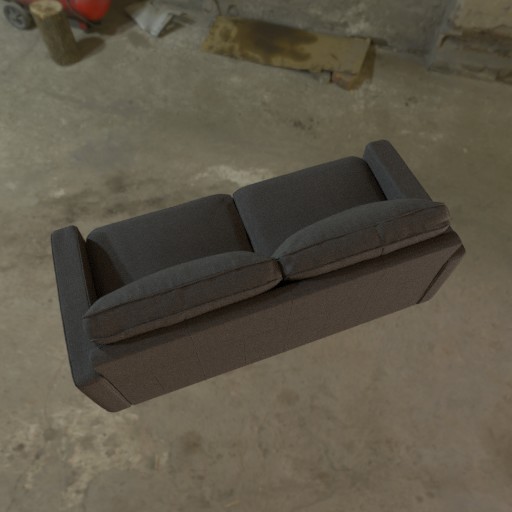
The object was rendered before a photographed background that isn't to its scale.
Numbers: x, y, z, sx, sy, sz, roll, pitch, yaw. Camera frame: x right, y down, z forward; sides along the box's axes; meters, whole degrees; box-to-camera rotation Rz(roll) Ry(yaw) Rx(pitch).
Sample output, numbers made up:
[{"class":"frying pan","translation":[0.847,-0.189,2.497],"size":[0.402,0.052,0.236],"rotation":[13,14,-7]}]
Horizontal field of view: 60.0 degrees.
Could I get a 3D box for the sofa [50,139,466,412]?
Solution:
[{"class":"sofa","translation":[0.000,0.000,2.486],"size":[2.080,0.919,0.940],"rotation":[-17,60,-10]}]
